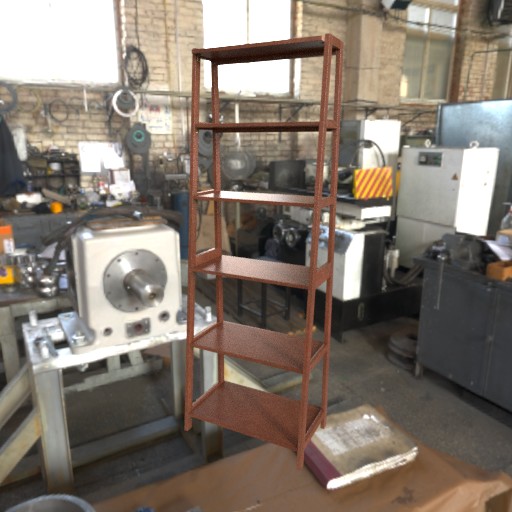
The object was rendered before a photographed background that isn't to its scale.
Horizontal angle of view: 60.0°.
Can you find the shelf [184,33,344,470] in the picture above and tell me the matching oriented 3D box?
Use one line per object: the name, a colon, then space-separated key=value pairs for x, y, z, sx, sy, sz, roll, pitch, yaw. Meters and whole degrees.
shelf: x=0.000 y=0.000 z=2.129 sx=0.660 sy=1.892 sz=0.382 roll=7 pitch=16 yaw=26
